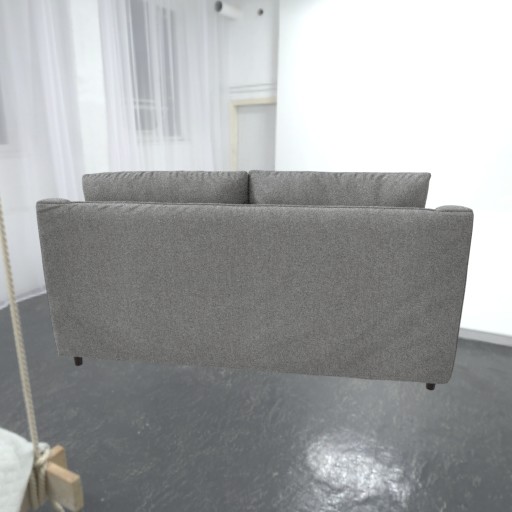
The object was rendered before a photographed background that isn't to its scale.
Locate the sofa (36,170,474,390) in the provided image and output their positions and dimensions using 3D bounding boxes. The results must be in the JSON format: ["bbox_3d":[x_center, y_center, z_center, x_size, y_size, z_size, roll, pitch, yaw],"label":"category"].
[{"bbox_3d":[0.000,0.000,2.561,2.010,1.018,1.072,2,15,7],"label":"sofa"}]
